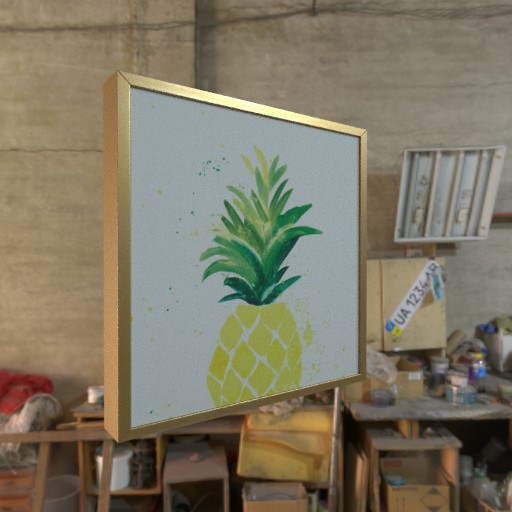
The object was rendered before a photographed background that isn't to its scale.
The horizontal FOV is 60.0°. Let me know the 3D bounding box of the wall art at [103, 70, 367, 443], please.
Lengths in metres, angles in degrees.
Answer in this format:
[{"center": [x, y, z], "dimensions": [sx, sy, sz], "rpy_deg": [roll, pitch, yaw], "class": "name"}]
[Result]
[{"center": [0.000, 0.000, 0.466], "dimensions": [0.306, 0.305, 0.038], "rpy_deg": [0, 1, -36], "class": "wall art"}]
